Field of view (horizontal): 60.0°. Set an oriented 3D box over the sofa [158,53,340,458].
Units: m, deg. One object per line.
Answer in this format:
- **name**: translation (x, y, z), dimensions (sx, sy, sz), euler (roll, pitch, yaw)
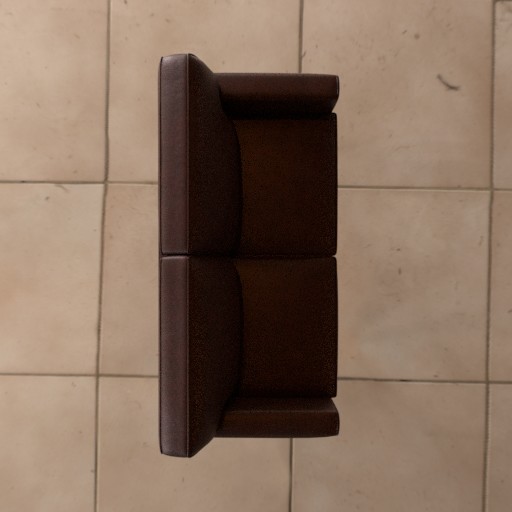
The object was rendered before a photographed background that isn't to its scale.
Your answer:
- **sofa**: translation (0.000, 0.000, 2.388), dimensions (0.912, 0.928, 1.876), euler (0, 90, 0)
